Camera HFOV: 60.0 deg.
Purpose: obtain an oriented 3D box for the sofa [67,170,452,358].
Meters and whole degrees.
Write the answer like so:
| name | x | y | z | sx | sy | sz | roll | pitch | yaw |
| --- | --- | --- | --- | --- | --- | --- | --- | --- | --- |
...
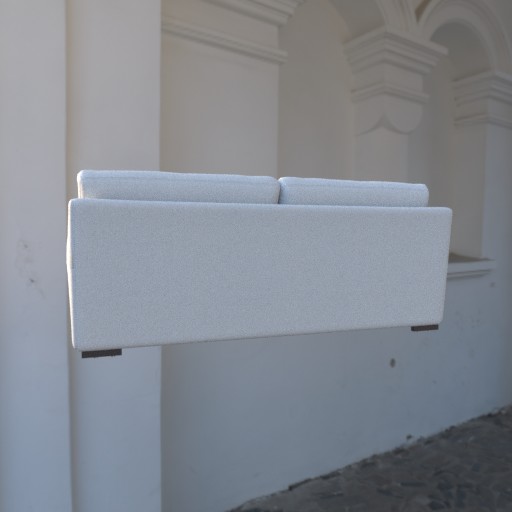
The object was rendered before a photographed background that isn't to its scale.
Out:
| name | x | y | z | sx | sy | sz | roll | pitch | yaw |
| --- | --- | --- | --- | --- | --- | --- | --- | --- | --- |
| sofa | 0.000 | 0.000 | 2.910 | 2.261 | 0.940 | 1.143 | -1 | 3 | -18 |
